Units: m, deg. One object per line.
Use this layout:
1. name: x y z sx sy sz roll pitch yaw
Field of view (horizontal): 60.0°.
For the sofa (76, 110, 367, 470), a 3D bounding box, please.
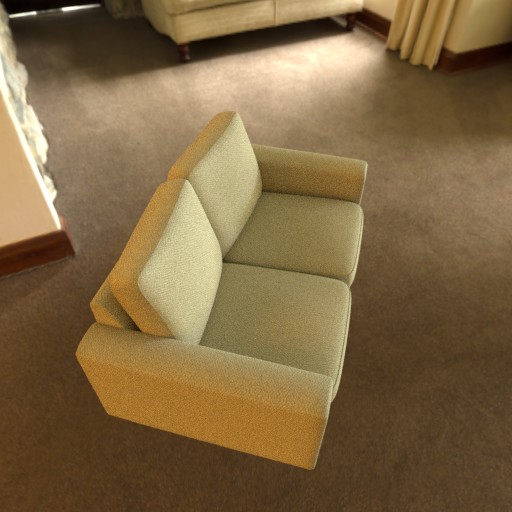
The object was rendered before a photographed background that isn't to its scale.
1. sofa: 0.000 0.000 2.231 1.016 0.873 1.616 11 47 10
